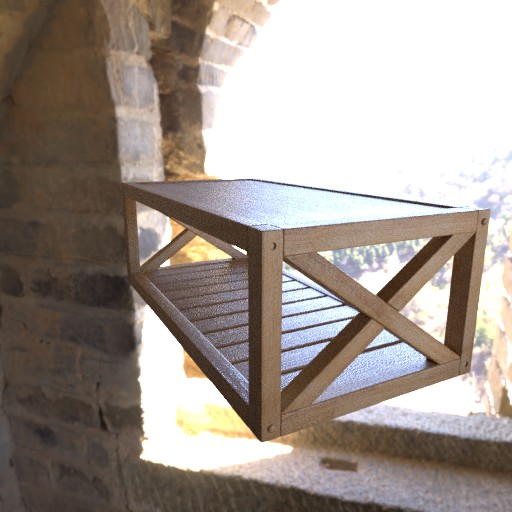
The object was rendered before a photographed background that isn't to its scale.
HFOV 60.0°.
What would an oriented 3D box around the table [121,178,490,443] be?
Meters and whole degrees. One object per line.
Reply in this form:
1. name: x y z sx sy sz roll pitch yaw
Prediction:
1. table: 0.000 0.000 1.590 0.660 0.457 1.321 -7 16 -27
